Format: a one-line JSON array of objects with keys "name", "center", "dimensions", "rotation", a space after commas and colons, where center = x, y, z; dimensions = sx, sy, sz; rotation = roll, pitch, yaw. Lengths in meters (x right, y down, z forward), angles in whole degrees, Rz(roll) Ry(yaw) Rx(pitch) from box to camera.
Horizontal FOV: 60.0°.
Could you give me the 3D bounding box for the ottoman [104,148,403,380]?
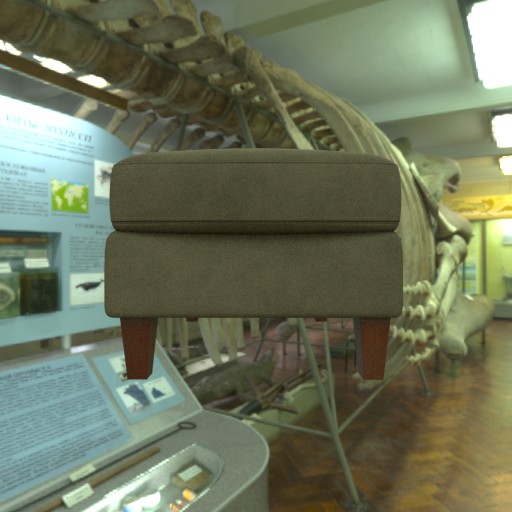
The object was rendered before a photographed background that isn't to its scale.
[{"name": "ottoman", "center": [0.000, 0.000, 1.260], "dimensions": [0.584, 0.483, 0.864], "rotation": [0, 1, 0]}]
